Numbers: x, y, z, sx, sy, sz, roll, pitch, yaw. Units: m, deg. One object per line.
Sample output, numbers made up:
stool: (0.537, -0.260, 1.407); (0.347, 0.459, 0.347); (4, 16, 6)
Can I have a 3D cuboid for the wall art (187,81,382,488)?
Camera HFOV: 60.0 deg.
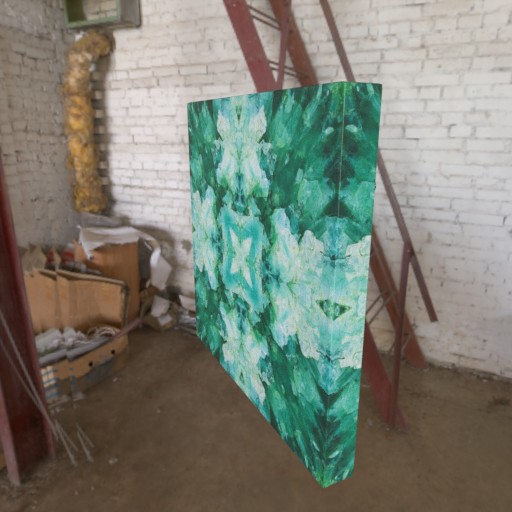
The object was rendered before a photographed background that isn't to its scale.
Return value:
wall art: (0.000, 0.000, 0.460); (0.033, 0.313, 0.313); (-8, 18, -26)
